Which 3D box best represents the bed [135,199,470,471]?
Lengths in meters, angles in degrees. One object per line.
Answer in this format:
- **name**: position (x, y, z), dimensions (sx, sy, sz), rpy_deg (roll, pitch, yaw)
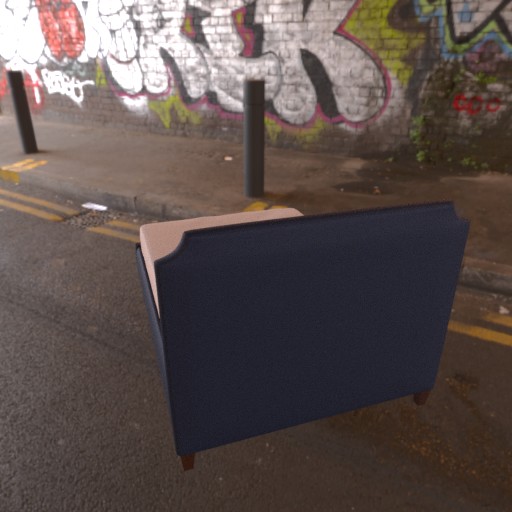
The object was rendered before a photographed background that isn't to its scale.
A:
- **bed**: position (0.000, 0.000, 3.404), dimensions (1.712, 1.443, 2.372), rpy_deg (-8, 26, -17)
